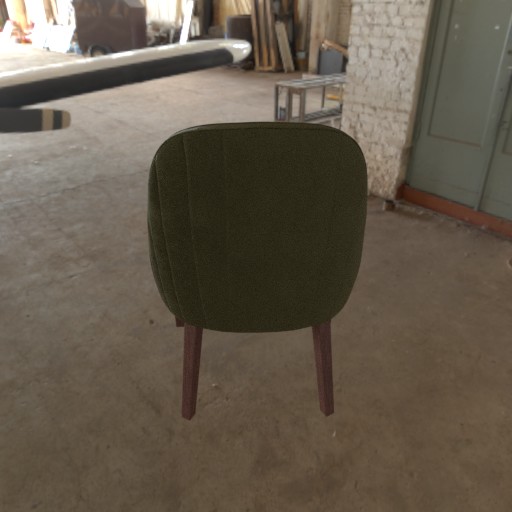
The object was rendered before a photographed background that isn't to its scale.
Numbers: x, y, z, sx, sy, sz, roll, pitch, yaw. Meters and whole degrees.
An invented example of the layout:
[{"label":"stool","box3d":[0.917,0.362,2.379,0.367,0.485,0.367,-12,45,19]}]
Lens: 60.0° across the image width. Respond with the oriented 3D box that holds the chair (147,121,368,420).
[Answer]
[{"label":"chair","box3d":[0.000,0.000,1.303,0.643,0.889,0.575,-1,29,-2]}]
